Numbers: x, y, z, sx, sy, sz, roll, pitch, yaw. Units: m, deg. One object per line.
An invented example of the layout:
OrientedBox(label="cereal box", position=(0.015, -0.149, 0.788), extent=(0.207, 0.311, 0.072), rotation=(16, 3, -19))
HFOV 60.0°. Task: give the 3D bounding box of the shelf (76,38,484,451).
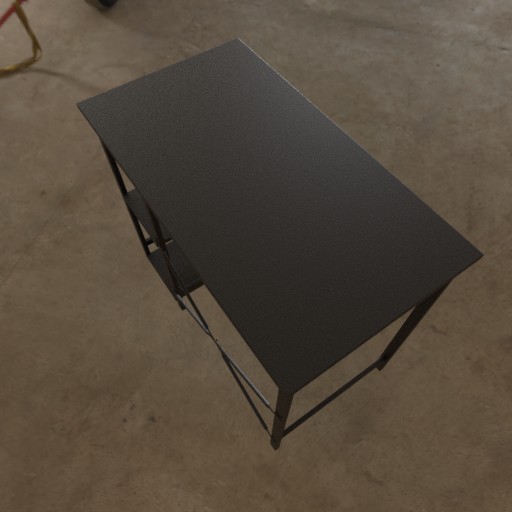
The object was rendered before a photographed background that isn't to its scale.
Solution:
OrientedBox(label="shelf", position=(0.000, 0.000, 1.334), extent=(0.498, 0.749, 0.902), rotation=(-31, 63, -17))
